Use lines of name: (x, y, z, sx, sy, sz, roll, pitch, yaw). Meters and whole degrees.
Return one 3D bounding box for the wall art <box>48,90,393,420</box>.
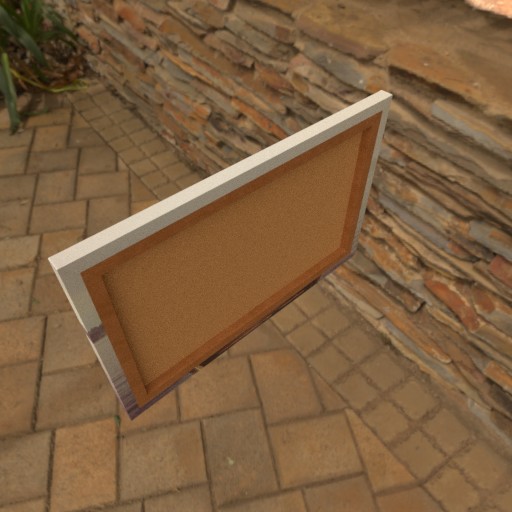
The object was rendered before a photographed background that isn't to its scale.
wall art: (0.000, 0.000, 1.174, 0.916, 0.609, 0.037, -33, 55, -27)
